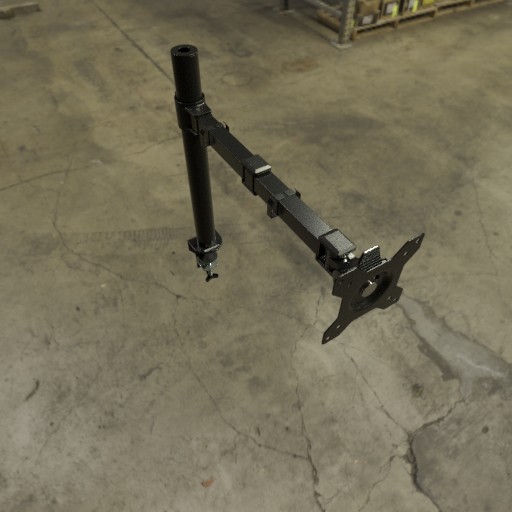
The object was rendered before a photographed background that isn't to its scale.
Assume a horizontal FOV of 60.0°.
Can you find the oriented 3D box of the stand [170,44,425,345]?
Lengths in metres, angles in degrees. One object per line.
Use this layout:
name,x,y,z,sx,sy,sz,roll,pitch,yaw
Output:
stand,0.000,0.000,0.709,0.115,0.510,0.456,-25,52,-21
